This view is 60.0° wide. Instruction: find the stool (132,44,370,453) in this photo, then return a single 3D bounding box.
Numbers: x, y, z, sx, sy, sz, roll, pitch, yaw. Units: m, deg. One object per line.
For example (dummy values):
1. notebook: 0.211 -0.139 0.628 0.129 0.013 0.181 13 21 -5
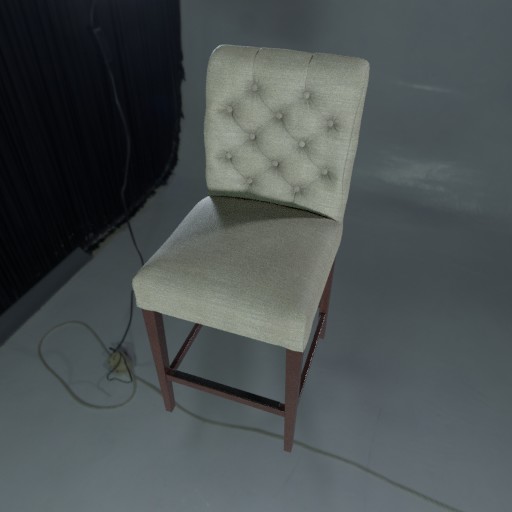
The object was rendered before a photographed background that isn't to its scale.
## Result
1. stool: 0.000 0.000 1.409 0.486 1.084 0.660 13 42 15
